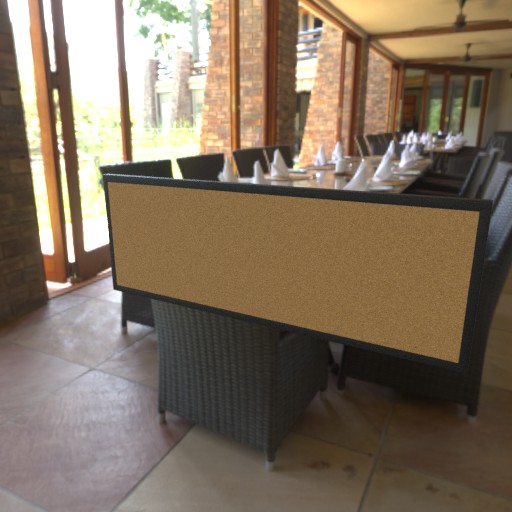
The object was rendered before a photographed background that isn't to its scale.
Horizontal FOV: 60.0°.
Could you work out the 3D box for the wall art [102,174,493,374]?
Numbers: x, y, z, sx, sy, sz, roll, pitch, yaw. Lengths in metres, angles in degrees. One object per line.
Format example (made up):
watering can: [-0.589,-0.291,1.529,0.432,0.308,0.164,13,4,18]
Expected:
wall art: [0.000,0.000,1.728,1.572,0.554,0.041,9,18,28]
